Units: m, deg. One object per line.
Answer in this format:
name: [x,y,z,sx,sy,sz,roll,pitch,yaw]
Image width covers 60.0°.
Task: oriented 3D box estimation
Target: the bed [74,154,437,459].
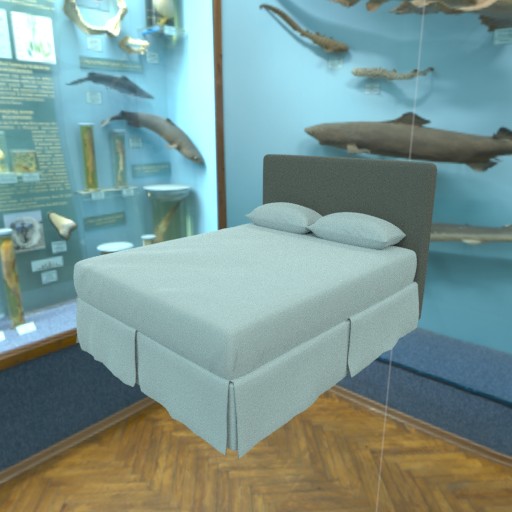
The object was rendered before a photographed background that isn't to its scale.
bed: [0.000,0.000,3.256,1.748,1.330,2.142,15,22,42]
